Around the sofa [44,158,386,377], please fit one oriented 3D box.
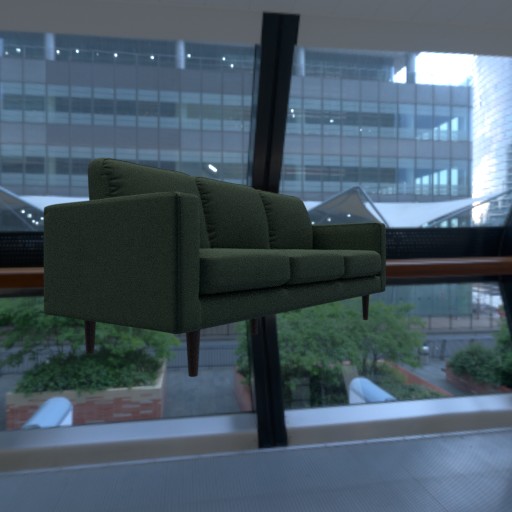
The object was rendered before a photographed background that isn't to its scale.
[{"bbox_3d":[0.000,0.000,2.541,0.879,0.899,2.029,0,1,36],"label":"sofa"}]
